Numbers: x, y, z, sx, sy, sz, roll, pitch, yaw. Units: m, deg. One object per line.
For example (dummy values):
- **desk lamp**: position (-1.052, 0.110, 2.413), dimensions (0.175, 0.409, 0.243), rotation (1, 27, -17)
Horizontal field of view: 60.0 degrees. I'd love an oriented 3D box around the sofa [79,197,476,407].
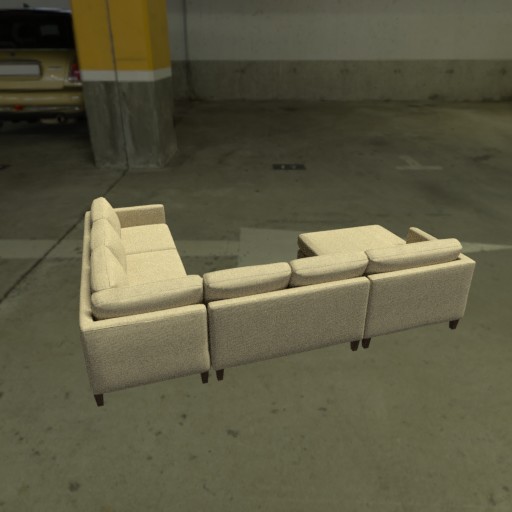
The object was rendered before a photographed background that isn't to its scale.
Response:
- **sofa**: position (0.000, 0.000, 4.762), dimensions (3.460, 0.959, 2.593), rotation (-8, 27, -16)
